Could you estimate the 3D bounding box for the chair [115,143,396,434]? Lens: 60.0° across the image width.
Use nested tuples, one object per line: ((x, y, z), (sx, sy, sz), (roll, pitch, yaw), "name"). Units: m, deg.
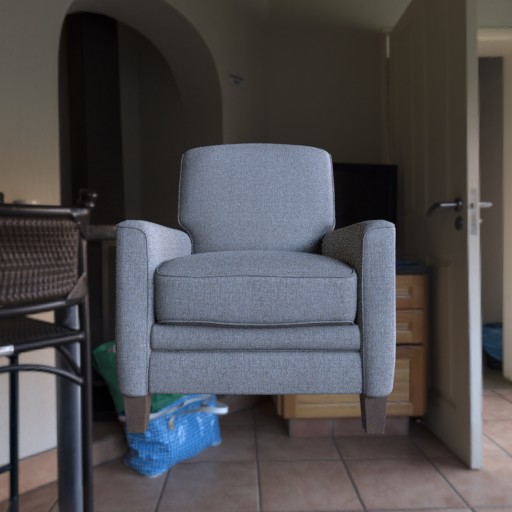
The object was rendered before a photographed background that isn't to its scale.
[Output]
((0.000, 0.000, 1.643), (0.848, 1.014, 0.864), (0, 1, 0), "chair")
